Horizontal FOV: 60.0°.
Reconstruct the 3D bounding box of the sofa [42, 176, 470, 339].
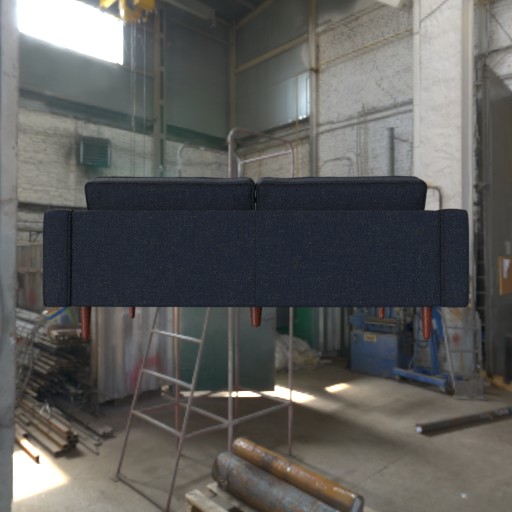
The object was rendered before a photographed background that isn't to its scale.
[{"bbox_3d":[0.000,0.000,2.385,1.880,0.762,0.914,0,-1,1],"label":"sofa"}]
